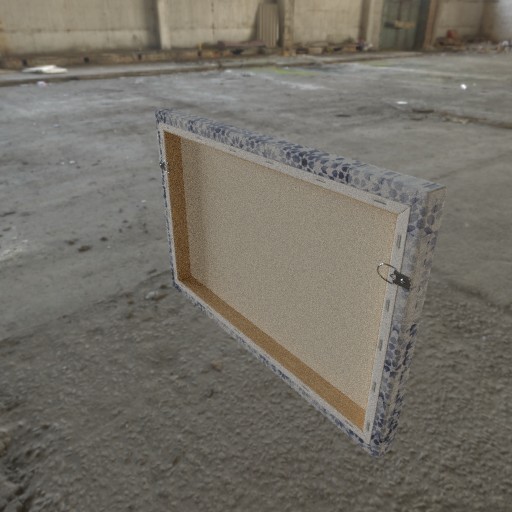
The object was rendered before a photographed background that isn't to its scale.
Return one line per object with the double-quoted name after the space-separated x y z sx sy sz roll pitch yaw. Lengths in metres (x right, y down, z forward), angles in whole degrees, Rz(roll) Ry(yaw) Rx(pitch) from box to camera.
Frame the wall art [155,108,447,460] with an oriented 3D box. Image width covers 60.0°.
0.000 0.000 1.142 0.057 0.608 0.911 -20 34 -33 "wall art"
